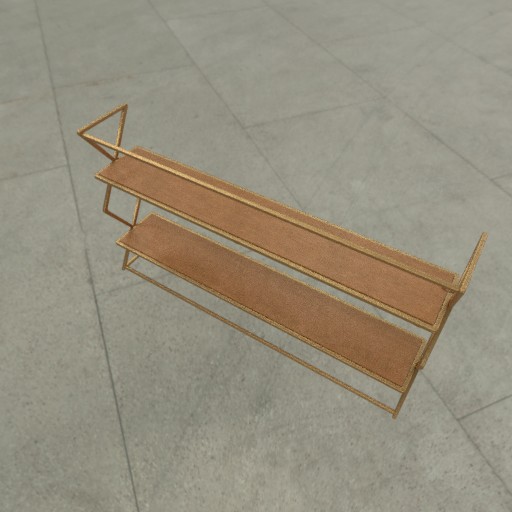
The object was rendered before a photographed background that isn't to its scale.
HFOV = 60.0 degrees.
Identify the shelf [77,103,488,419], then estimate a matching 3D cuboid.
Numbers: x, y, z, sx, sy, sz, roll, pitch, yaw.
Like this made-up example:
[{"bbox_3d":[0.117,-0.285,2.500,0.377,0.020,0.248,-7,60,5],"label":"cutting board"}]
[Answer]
[{"bbox_3d":[0.000,0.000,1.007,0.822,0.450,0.150,25,52,22],"label":"shelf"}]
